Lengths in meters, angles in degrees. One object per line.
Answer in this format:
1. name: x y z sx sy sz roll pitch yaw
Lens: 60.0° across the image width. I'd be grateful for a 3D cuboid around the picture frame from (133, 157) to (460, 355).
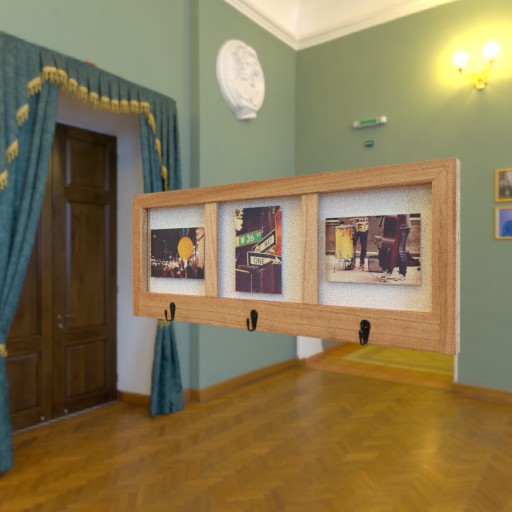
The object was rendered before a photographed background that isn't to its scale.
1. picture frame: 0.000 0.000 0.694 0.582 0.234 0.045 0 0 35
